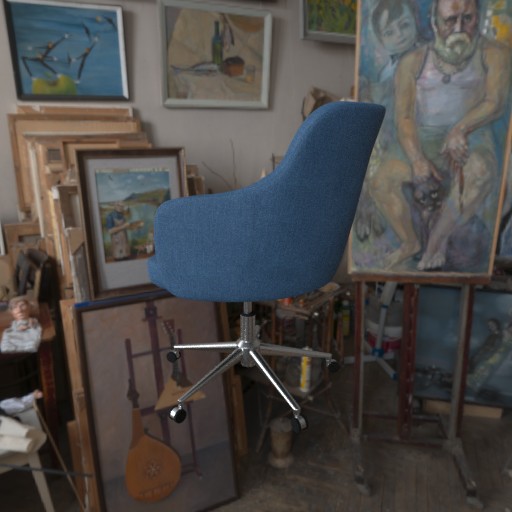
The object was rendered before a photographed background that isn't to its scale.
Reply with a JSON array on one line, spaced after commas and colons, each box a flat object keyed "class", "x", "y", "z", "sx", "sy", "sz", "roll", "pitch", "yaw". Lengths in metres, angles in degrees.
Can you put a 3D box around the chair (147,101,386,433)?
[{"class": "chair", "x": 0.000, "y": 0.000, "z": 1.275, "sx": 0.655, "sy": 0.820, "sz": 0.599, "roll": 8, "pitch": 18, "yaw": 24}]
